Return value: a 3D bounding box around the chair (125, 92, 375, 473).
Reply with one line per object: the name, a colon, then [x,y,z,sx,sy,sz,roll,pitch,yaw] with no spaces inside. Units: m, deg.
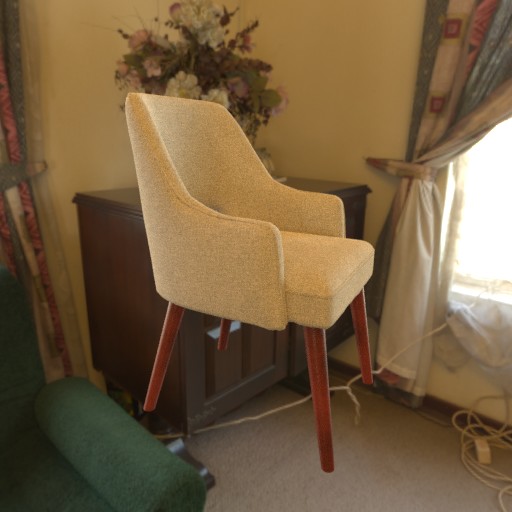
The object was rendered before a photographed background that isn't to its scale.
chair: [0.000,0.000,1.217,0.605,0.849,0.548,7,17,25]
